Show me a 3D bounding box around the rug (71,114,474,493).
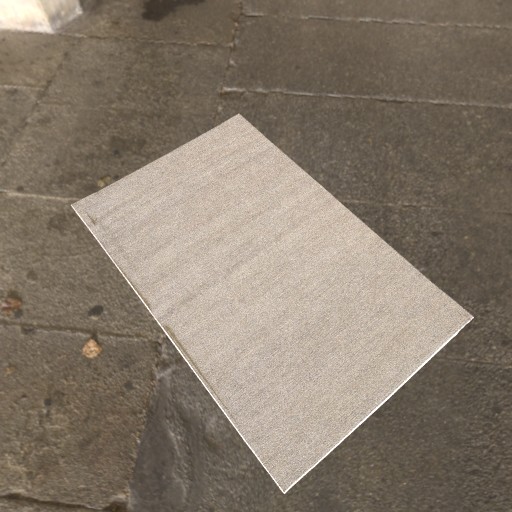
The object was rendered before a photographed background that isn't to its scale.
[{"bbox_3d":[0.000,0.000,2.266,1.179,0.022,1.820,-34,64,-19],"label":"rug"}]
